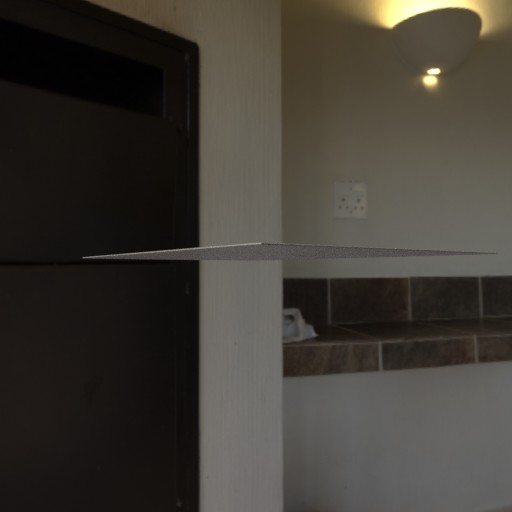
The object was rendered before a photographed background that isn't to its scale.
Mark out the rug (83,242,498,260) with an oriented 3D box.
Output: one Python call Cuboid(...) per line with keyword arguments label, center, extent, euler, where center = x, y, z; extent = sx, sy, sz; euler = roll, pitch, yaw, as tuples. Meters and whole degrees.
Cuboid(label="rug", center=(0.000, 0.000, 3.622), extent=(2.005, 0.013, 2.890), euler=(1, -2, -35))
